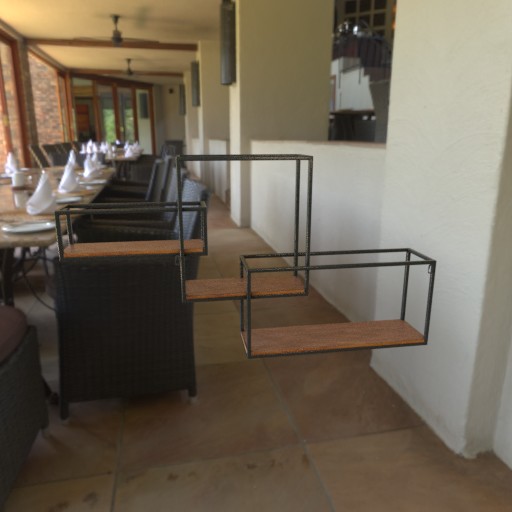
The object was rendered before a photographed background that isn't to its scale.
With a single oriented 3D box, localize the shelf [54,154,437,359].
[{"bbox_3d":[0.000,0.000,2.193,1.781,0.972,0.275,-2,15,-9],"label":"shelf"}]
